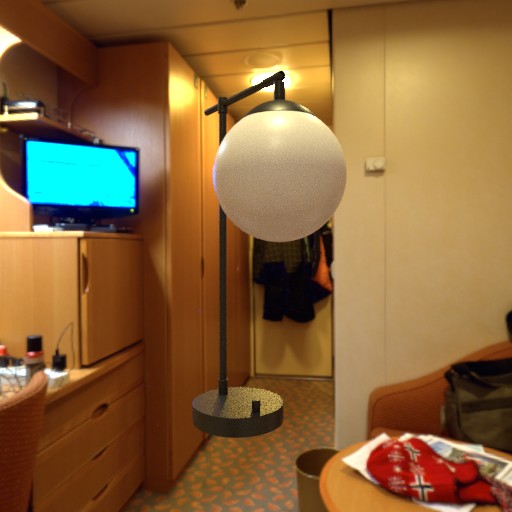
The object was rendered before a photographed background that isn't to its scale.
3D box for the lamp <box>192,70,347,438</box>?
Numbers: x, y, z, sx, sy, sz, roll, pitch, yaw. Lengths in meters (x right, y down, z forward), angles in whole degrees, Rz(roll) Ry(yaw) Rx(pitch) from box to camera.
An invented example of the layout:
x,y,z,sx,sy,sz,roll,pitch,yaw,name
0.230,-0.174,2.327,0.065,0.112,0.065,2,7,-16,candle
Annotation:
x,y,z,sx,sy,sz,roll,pitch,yaw,name
0.000,0.000,0.713,0.197,0.559,0.316,-1,1,-36,lamp
